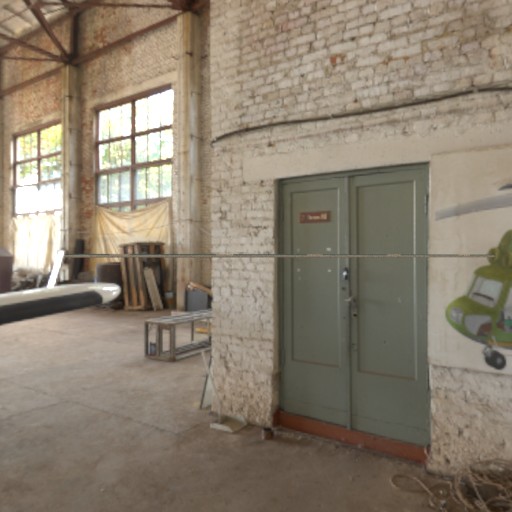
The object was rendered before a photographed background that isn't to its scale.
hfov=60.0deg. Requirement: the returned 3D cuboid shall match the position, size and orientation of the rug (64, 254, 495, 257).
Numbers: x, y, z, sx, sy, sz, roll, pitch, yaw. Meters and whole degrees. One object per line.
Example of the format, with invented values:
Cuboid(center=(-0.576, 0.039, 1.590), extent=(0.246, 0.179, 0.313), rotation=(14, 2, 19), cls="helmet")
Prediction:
Cuboid(center=(0.000, 0.000, 4.085), extent=(3.049, 0.021, 2.466), rotation=(0, 0, -18), cls="rug")
